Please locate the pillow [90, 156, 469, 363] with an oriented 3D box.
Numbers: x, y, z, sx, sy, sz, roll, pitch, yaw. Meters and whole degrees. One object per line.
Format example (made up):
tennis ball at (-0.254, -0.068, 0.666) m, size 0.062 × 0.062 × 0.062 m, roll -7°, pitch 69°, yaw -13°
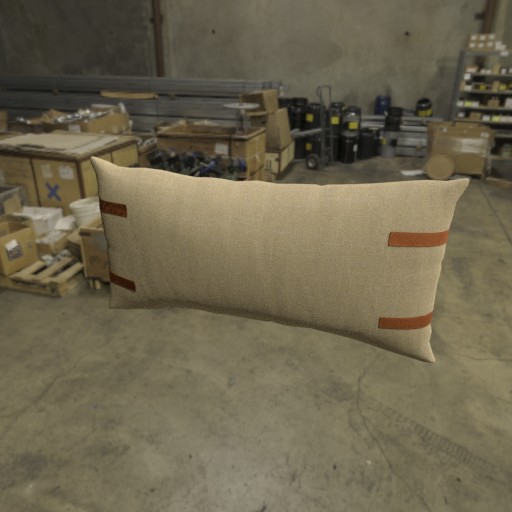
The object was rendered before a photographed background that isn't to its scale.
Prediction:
pillow at (0.000, 0.000, 0.743) m, size 0.612 × 0.308 × 0.148 m, roll 7°, pitch 25°, yaw 15°
